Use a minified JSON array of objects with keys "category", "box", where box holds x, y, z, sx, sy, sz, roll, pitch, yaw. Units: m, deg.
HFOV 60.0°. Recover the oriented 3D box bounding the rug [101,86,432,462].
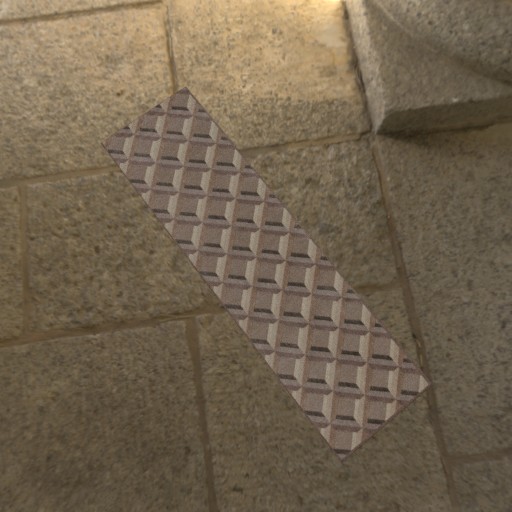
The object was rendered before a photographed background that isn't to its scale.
[{"category":"rug","box":[0.000,0.000,2.713,0.685,0.013,2.437,-37,79,-8]}]
